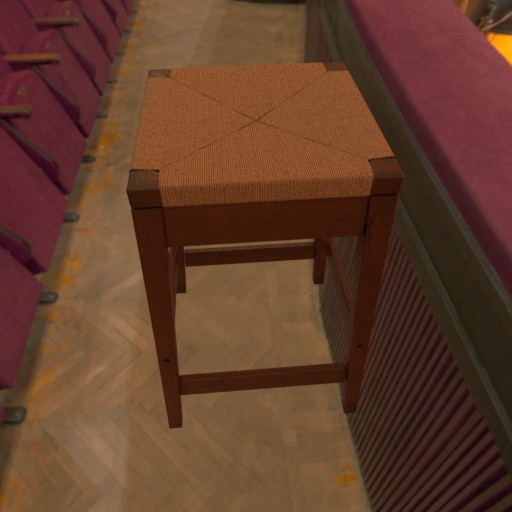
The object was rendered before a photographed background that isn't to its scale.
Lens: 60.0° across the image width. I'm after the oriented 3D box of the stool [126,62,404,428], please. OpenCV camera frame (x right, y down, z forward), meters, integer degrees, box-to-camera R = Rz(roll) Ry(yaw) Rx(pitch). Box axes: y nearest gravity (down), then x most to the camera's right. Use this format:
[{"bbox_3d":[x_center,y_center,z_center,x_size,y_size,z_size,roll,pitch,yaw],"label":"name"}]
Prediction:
[{"bbox_3d":[0.000,0.000,1.092,0.507,0.762,0.497,-4,46,-3],"label":"stool"}]
